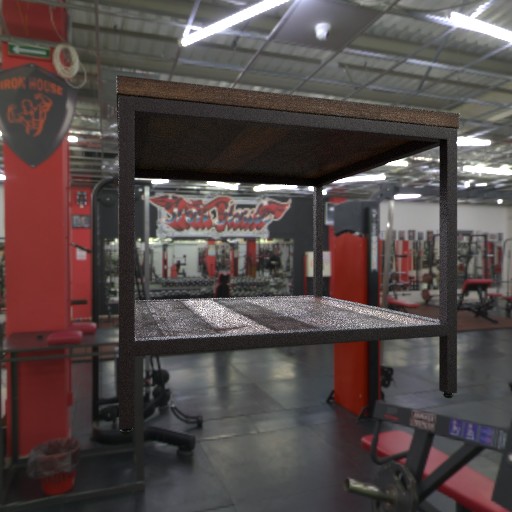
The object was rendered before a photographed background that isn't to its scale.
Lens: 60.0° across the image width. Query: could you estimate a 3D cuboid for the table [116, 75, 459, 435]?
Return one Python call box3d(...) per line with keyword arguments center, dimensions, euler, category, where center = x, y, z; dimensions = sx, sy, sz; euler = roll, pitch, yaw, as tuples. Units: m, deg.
box3d(center=(0.000, 0.000, 0.930), dimensions=(0.553, 0.482, 0.548), euler=(0, 0, -17), category="table")
